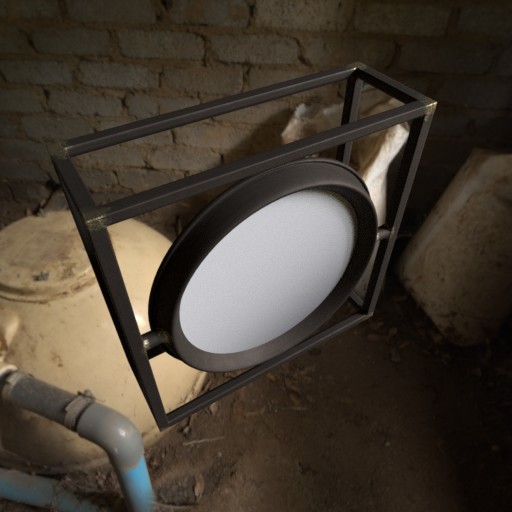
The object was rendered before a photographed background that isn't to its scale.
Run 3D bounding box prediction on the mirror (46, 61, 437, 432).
[{"bbox_3d":[0.000,0.000,0.465,0.306,0.303,0.107,-23,50,-21],"label":"mirror"}]
